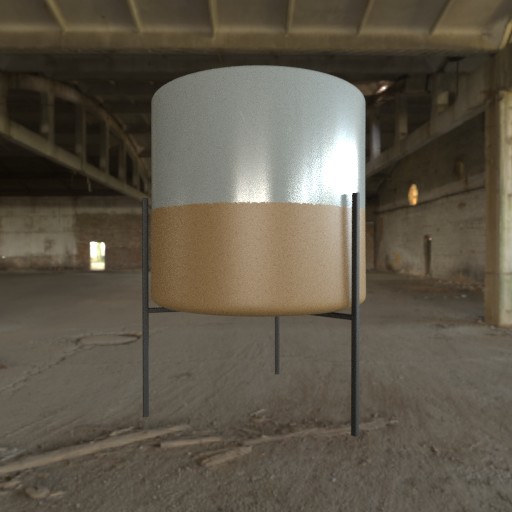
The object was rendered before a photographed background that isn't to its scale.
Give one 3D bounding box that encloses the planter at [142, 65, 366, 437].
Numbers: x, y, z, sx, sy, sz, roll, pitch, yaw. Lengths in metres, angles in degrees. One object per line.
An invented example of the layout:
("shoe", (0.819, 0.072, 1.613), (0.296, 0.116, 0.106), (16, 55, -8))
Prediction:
("planter", (0.000, 0.000, 0.646), (0.310, 0.432, 0.310), (0, 1, -2))
